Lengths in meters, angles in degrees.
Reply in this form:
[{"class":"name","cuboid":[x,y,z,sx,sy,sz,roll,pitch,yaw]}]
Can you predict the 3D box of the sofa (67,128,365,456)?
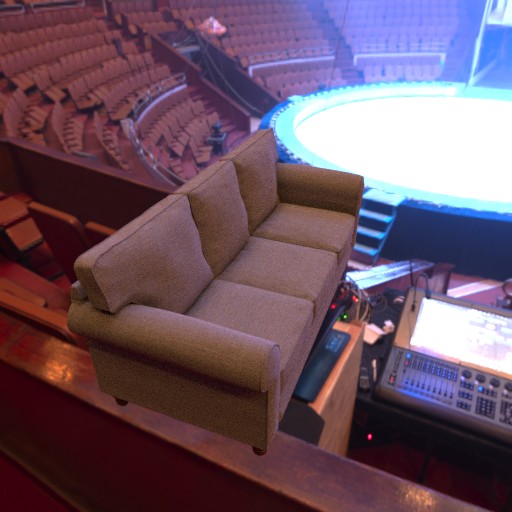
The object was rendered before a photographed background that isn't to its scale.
[{"class":"sofa","cuboid":[0.000,0.000,2.618,0.916,0.961,2.084,12,33,19]}]
